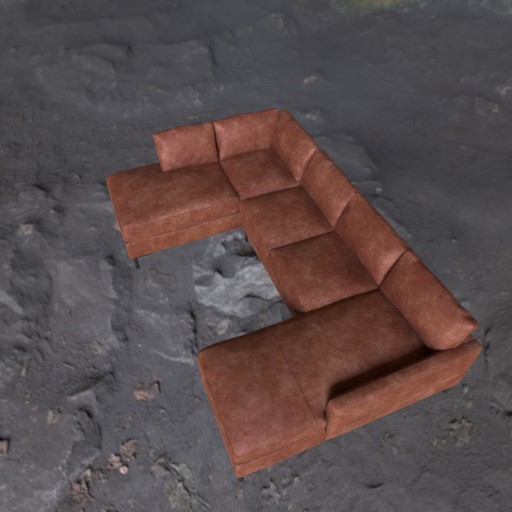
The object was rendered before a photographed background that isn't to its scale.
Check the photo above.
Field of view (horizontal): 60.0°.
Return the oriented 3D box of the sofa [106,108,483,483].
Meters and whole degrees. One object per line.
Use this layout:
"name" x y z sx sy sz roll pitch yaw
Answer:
"sofa" 0.000 0.000 3.631 1.939 0.900 2.956 -17 50 -15
